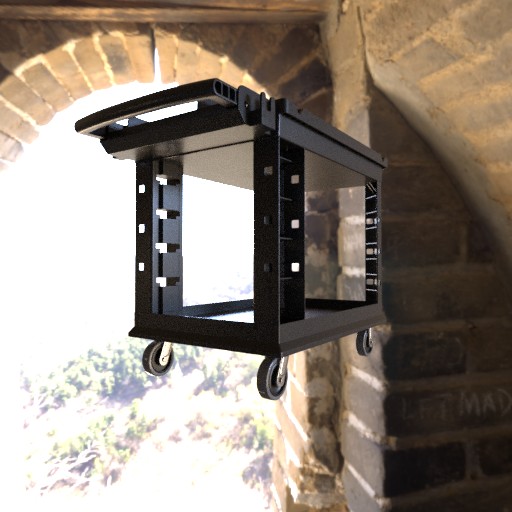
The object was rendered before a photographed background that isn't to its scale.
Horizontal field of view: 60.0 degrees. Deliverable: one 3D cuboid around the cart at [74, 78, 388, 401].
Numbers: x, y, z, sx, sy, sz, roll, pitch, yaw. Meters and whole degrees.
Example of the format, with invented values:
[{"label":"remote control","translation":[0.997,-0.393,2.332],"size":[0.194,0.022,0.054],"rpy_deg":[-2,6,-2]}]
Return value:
[{"label":"cart","translation":[0.000,0.000,1.721],"size":[0.674,0.884,1.239],"rpy_deg":[-1,-1,35]}]
